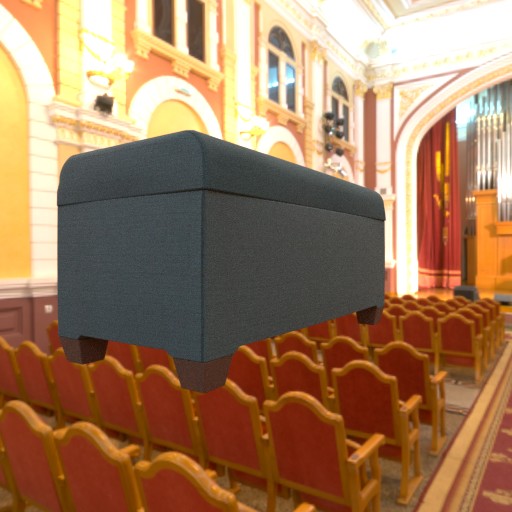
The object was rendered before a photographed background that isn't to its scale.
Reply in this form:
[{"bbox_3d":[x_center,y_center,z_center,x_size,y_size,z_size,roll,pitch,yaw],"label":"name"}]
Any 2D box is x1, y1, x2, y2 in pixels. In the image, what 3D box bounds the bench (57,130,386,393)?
[{"bbox_3d":[0.000,0.000,1.281,0.476,0.474,0.995,0,1,34],"label":"bench"}]
